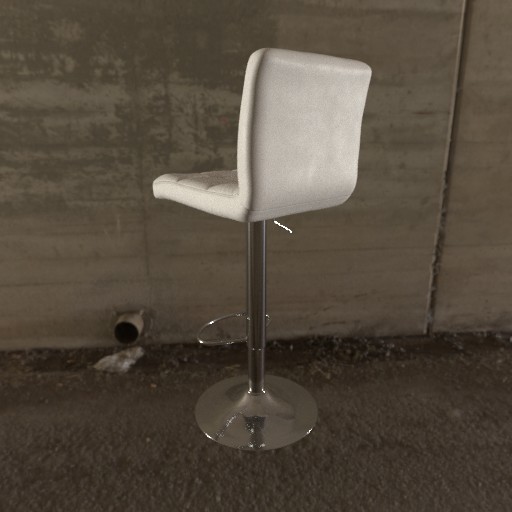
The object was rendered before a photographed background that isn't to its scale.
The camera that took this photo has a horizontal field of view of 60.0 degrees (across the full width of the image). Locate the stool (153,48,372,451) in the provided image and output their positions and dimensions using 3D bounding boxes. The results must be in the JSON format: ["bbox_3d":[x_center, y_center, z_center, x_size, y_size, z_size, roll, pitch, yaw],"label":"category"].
[{"bbox_3d":[0.000,0.000,1.386,0.430,1.115,0.505,-15,22,-40],"label":"stool"}]
